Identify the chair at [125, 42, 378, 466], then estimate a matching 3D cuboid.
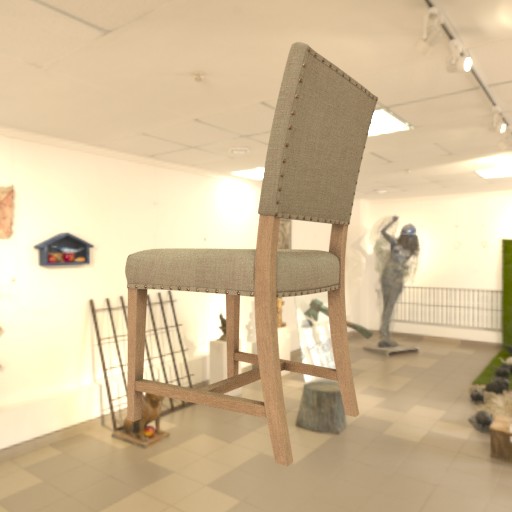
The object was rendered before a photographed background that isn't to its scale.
[{"bbox_3d":[0.000,0.000,1.352,0.622,0.986,0.508,0,1,37],"label":"chair"}]
